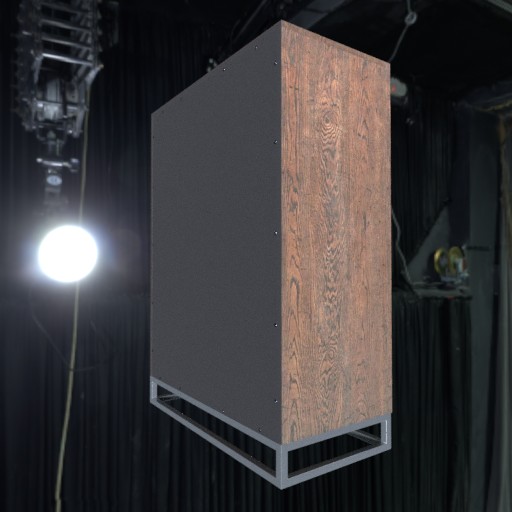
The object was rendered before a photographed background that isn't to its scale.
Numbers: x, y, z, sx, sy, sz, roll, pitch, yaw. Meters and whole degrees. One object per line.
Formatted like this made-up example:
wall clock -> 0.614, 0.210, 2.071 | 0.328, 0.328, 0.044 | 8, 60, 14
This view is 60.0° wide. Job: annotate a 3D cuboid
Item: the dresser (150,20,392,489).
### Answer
dresser -> 0.000, 0.000, 1.784 | 0.508, 1.321, 0.965 | 1, -1, -35
